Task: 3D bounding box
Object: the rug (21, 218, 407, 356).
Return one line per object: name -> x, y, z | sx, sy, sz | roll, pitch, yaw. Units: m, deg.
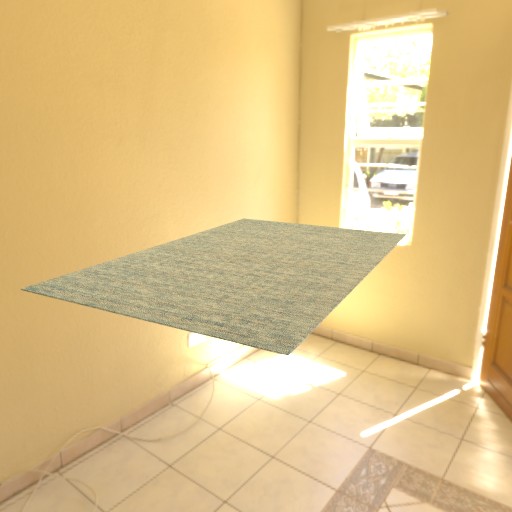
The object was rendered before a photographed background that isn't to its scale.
rug -> 0.000, 0.000, 2.212 | 1.142, 0.006, 1.752 | 8, 17, 27
